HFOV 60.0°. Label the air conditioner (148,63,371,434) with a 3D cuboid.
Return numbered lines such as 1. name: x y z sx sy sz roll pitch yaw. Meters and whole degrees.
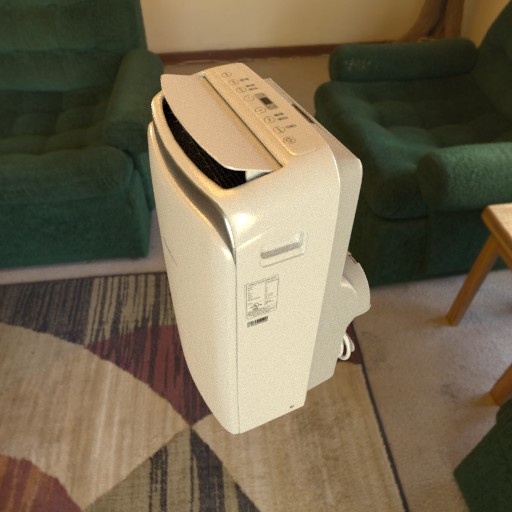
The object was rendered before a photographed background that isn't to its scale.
1. air conditioner: 0.000 0.000 1.042 0.414 0.786 0.449 -18 48 -17
